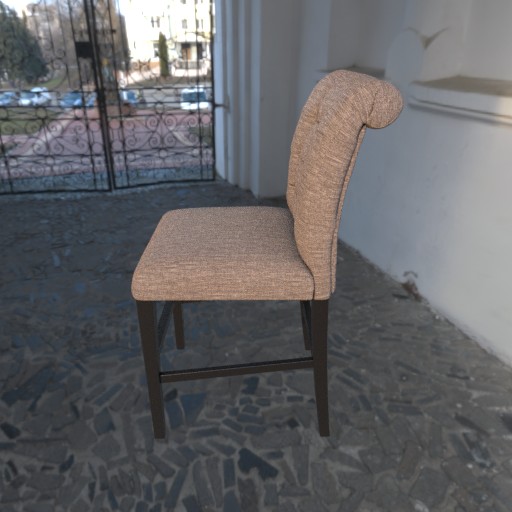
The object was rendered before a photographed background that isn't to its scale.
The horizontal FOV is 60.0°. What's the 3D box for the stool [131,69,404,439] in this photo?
[{"bbox_3d":[0.000,0.000,1.274,0.611,0.970,0.457,0,26,0],"label":"stool"}]
